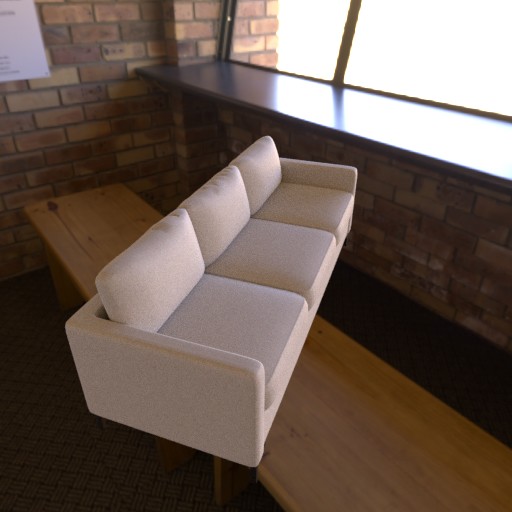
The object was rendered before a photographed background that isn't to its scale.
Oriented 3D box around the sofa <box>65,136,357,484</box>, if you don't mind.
[{"bbox_3d":[0.000,0.000,2.654,0.859,0.874,2.218,11,33,17],"label":"sofa"}]
